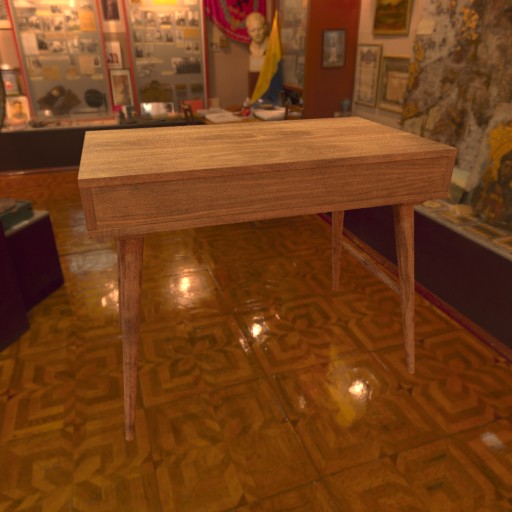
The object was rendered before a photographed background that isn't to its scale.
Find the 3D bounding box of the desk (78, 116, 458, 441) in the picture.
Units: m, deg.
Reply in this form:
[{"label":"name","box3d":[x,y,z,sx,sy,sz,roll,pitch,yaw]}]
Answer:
[{"label":"desk","box3d":[0.000,0.000,1.453,0.949,0.758,0.588,-8,27,-15]}]
